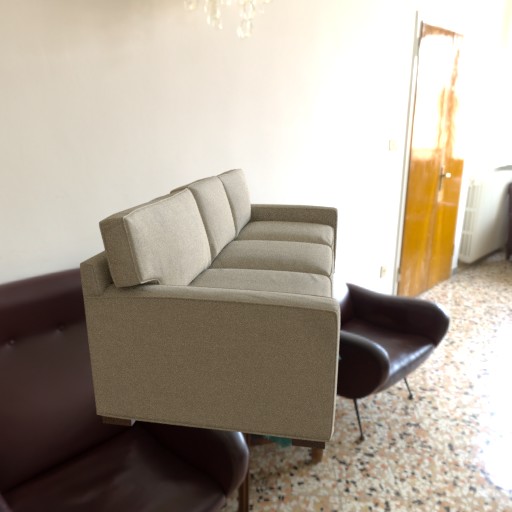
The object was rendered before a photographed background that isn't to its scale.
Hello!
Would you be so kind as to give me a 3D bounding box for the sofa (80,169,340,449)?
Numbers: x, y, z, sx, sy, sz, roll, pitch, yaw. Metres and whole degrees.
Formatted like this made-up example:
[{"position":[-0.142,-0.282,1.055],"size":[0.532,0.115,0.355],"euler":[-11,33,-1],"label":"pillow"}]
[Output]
[{"position":[0.000,0.000,2.559],"size":[0.936,0.862,2.093],"euler":[3,16,10],"label":"sofa"}]
